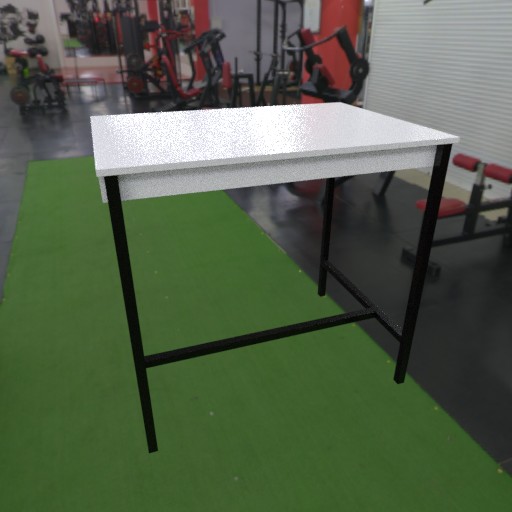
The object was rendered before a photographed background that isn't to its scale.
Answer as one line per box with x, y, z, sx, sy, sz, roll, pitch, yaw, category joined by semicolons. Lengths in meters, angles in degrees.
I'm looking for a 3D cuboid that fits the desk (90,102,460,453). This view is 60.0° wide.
0.000;0.000;1.332;0.811;0.766;0.573;-9;29;-17;desk
